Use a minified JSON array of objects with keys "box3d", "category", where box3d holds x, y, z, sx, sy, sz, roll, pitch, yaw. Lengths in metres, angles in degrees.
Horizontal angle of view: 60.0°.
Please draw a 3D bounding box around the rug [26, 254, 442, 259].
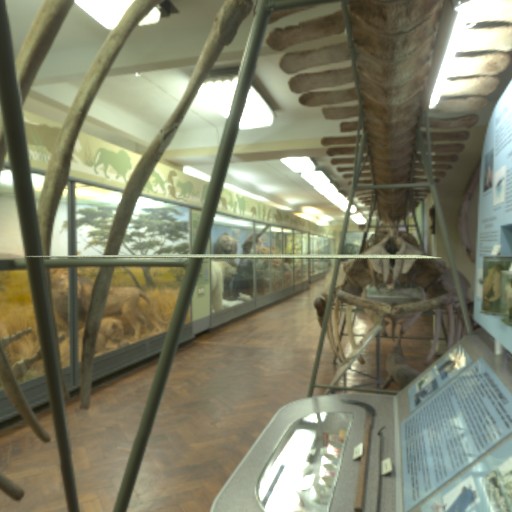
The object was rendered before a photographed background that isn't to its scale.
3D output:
[{"box3d":[0.000,0.000,4.184,3.037,0.010,2.453,0,1,17],"category":"rug"}]
